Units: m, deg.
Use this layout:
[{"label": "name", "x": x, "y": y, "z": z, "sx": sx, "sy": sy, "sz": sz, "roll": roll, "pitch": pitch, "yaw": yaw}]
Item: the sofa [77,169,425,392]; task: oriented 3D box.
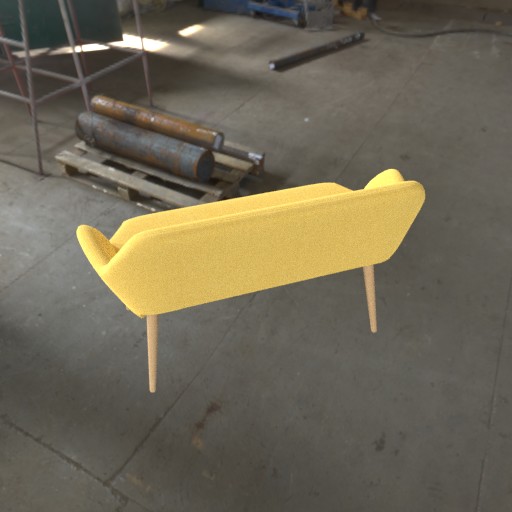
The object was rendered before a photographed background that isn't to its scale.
[{"label": "sofa", "x": 0.000, "y": 0.000, "z": 1.624, "sx": 1.150, "sy": 0.840, "sz": 0.610, "roll": -12, "pitch": 44, "yaw": -13}]
